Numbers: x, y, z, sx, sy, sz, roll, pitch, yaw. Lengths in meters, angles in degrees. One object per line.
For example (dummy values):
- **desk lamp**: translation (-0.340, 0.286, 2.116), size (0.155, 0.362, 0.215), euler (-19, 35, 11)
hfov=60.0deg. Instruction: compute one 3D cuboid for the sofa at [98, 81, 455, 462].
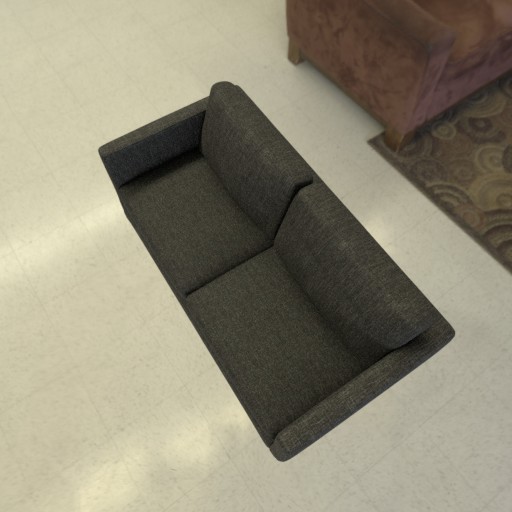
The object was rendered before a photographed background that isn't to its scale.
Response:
- **sofa**: translation (0.000, 0.000, 2.442), size (0.950, 0.963, 1.884), euler (-30, 67, -14)
